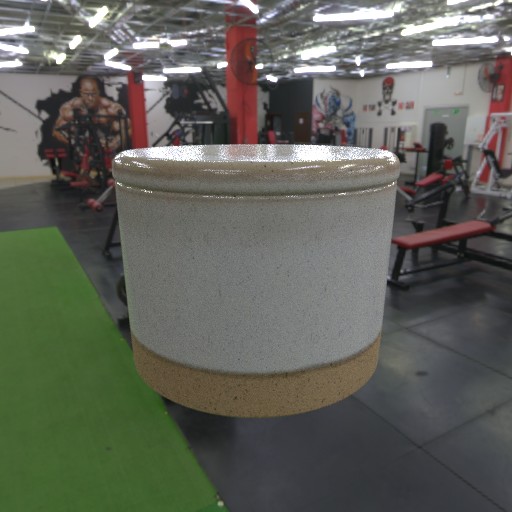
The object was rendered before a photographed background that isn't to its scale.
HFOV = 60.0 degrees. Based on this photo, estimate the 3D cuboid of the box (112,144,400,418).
[{"bbox_3d":[0.000,0.000,0.263,0.154,0.123,0.154,0,17,0],"label":"box"}]
